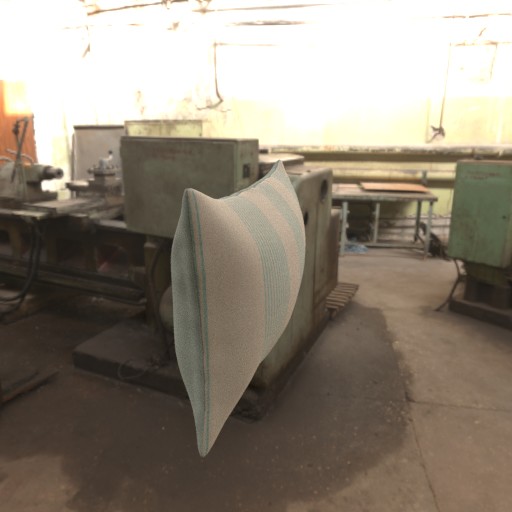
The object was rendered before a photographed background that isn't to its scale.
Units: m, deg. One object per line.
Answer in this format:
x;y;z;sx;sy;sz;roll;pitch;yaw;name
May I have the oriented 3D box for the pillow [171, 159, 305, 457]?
0.000;0.000;0.725;0.151;0.287;0.610;3;15;11;pillow
